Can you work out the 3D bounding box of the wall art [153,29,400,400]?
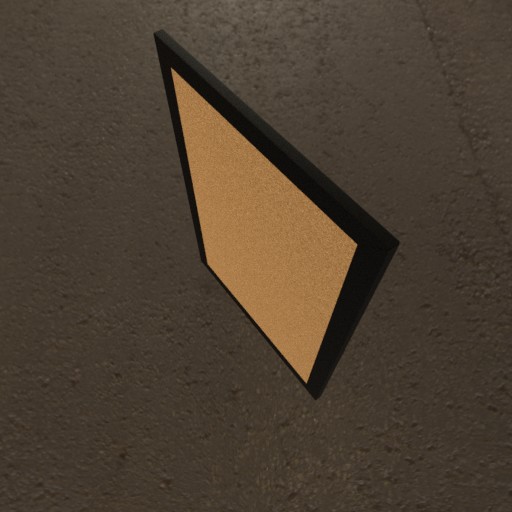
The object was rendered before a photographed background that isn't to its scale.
[{"bbox_3d":[0.000,0.000,0.580,0.011,0.459,0.326,-33,65,-18],"label":"wall art"}]
